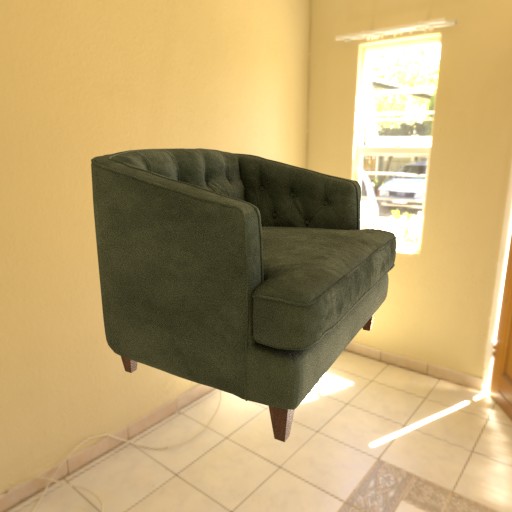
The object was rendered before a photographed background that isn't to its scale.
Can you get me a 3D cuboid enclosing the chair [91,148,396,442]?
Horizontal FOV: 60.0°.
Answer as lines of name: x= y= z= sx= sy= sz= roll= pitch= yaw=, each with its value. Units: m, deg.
chair: x=0.000 y=0.000 z=1.812 sx=0.941 sy=0.852 sz=1.104 roll=8 pitch=16 yaw=28
